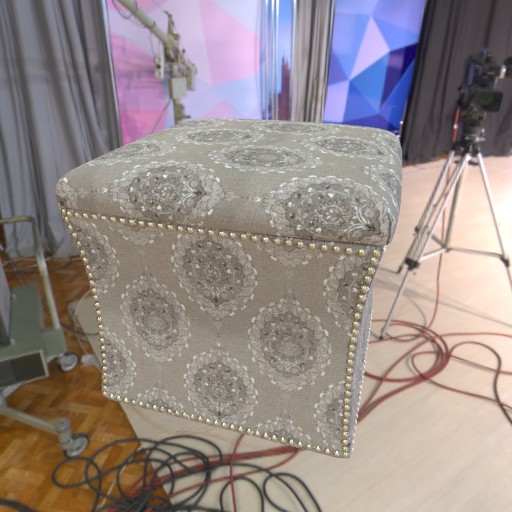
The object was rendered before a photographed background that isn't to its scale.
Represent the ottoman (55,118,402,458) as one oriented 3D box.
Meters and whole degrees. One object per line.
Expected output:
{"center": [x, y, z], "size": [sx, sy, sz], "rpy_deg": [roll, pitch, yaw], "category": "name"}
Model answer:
{"center": [0.000, 0.000, 0.882], "size": [0.507, 0.473, 0.497], "rpy_deg": [8, 28, 16], "category": "ottoman"}
